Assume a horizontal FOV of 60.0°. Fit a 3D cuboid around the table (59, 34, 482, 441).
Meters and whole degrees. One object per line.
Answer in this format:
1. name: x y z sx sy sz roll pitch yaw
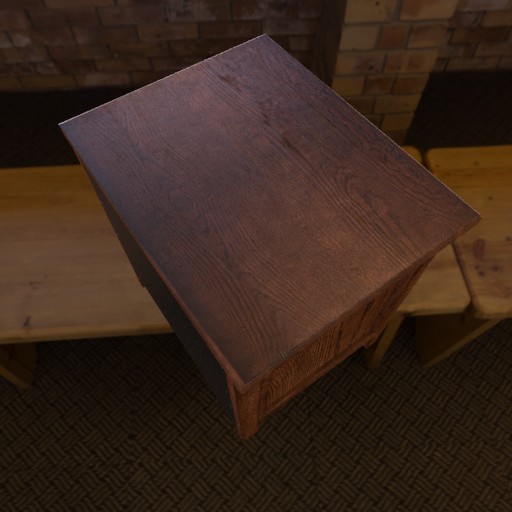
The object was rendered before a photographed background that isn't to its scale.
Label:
1. table: 0.000 0.000 1.002 0.461 0.597 0.586 -32 64 -17
